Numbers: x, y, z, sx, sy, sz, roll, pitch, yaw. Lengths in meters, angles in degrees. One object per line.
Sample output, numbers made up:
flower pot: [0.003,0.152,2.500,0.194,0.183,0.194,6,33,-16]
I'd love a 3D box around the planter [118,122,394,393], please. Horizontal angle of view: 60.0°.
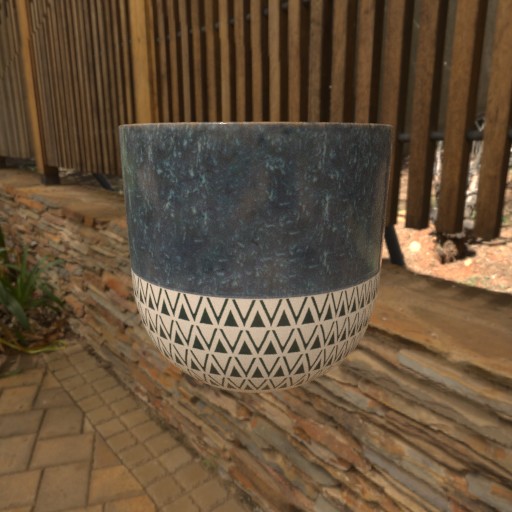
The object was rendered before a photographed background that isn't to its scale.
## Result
planter: [0.000,0.000,0.481,0.266,0.270,0.266,0,15,0]
